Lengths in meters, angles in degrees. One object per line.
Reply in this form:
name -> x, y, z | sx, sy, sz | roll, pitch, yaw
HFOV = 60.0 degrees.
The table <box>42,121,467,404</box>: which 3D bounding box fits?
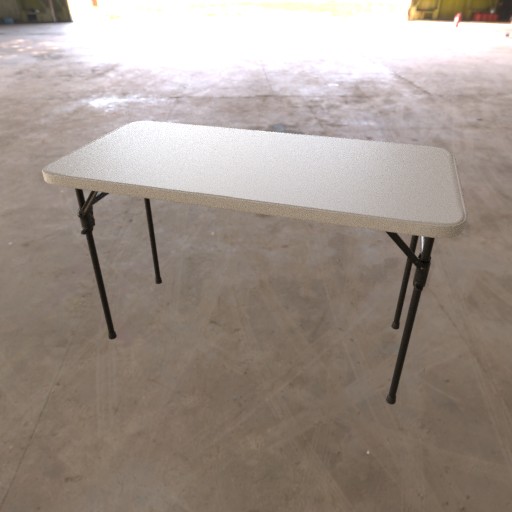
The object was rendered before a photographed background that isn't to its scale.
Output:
table -> 0.000, 0.000, 1.606 | 1.219, 0.729, 0.610 | 9, 33, 14
